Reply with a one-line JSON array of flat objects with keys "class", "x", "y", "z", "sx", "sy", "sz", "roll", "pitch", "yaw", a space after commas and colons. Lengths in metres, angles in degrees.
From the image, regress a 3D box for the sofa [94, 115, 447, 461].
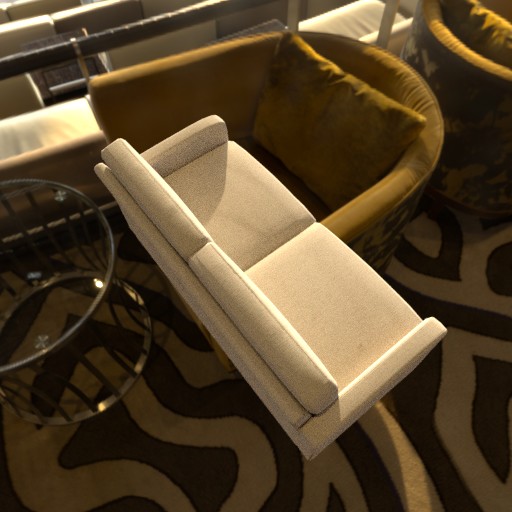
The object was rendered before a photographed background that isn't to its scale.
[{"class": "sofa", "x": 0.000, "y": 0.000, "z": 2.330, "sx": 0.894, "sy": 0.831, "sz": 1.808, "roll": -33, "pitch": 64, "yaw": -19}]
